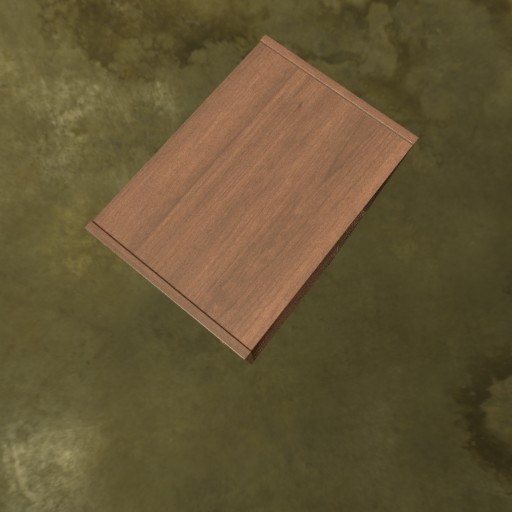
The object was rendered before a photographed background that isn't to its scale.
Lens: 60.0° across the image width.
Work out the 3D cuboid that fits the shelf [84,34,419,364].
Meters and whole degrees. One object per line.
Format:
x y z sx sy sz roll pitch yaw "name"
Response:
0.000 0.000 1.066 0.290 0.879 0.414 38 79 9 "shelf"
